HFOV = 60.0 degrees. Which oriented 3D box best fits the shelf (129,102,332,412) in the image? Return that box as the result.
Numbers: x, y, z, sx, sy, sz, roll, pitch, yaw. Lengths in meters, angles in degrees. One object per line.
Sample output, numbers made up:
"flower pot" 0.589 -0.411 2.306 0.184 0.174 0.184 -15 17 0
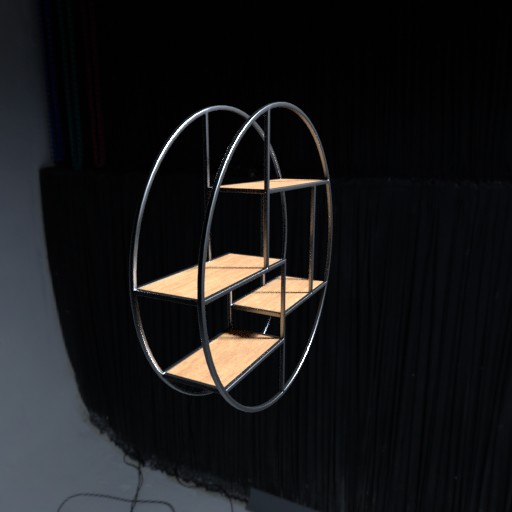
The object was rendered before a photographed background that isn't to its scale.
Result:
"shelf" 0.000 0.000 1.366 0.202 0.888 0.888 7 14 27
